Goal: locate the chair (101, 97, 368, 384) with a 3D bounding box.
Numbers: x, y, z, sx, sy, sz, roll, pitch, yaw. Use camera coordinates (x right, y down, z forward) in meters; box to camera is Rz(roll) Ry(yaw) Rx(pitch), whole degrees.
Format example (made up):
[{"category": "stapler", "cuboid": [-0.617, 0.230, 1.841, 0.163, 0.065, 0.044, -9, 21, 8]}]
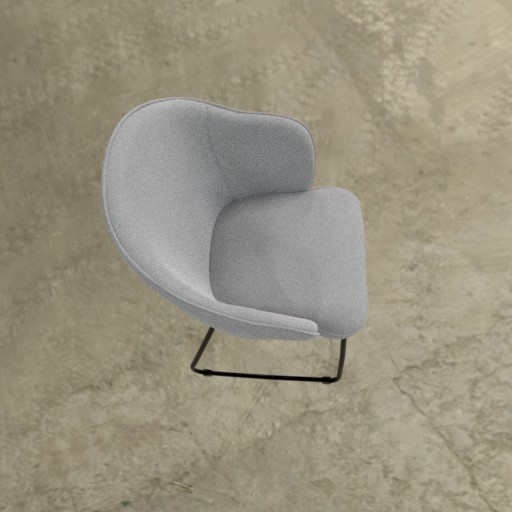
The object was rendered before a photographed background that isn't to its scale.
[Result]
[{"category": "chair", "cuboid": [0.000, 0.000, 1.209, 0.592, 0.817, 0.570, 2, 63, 1]}]
